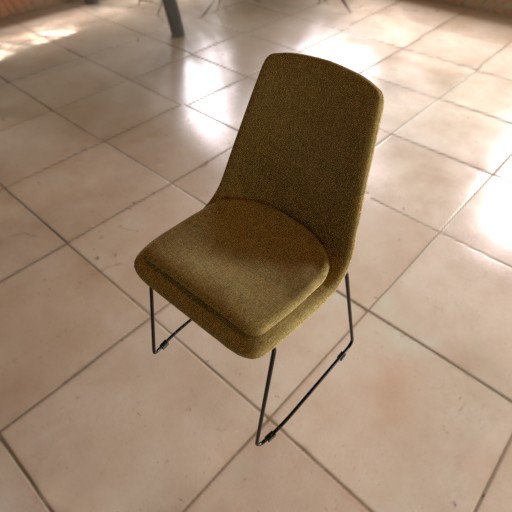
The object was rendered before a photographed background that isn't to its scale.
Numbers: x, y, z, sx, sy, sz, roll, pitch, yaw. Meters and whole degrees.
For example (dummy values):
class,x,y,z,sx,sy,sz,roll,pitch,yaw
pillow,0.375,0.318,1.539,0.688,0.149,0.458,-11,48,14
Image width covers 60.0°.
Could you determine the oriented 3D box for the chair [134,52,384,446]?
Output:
class,x,y,z,sx,sy,sz,roll,pitch,yaw
chair,0.000,0.000,1.141,0.479,0.849,0.496,32,54,27
